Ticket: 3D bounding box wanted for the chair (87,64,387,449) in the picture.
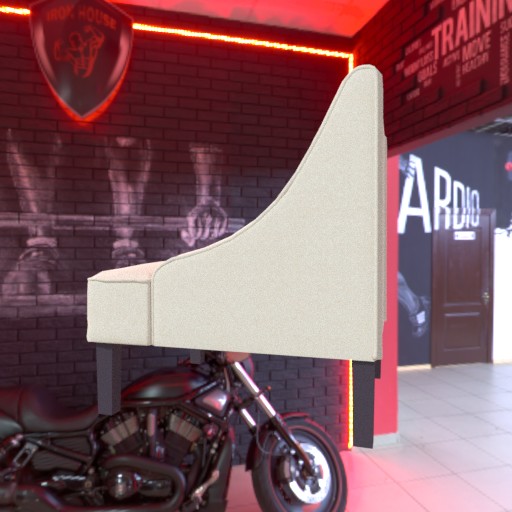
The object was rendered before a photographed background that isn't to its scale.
[{"bbox_3d":[0.000,0.000,1.439,0.806,0.886,0.689,0,1,17],"label":"chair"}]
